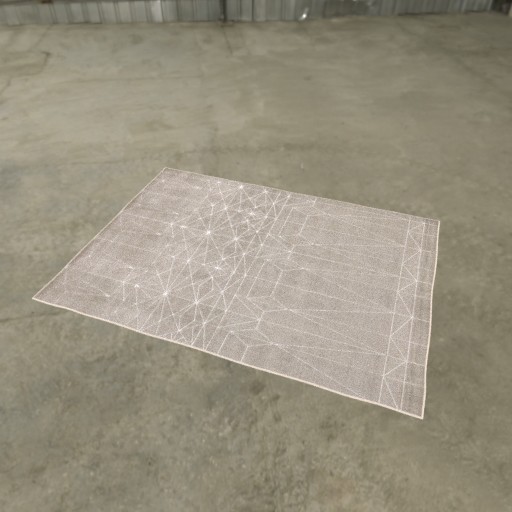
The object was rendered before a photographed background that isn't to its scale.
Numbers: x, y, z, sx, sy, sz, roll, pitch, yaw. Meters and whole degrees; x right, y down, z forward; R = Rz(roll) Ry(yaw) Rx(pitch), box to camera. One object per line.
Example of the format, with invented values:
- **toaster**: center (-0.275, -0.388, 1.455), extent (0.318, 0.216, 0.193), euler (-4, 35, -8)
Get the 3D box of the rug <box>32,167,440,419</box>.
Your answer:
- **rug**: center (0.000, 0.000, 4.364), extent (3.357, 0.019, 2.449), euler (13, 43, 15)
